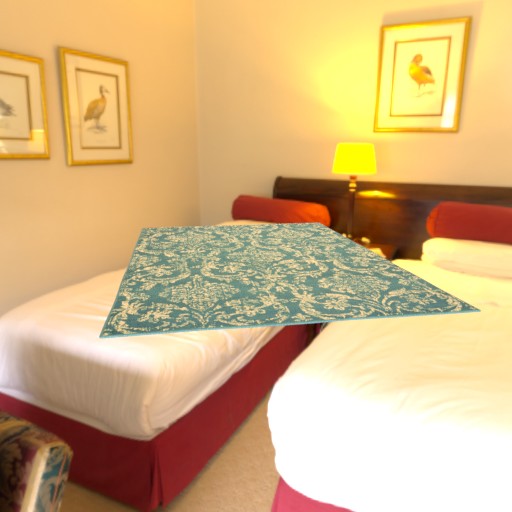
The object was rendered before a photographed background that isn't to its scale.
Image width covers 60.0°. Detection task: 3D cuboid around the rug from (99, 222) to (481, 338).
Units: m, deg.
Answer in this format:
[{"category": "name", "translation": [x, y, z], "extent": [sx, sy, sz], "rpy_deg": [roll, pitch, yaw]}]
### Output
[{"category": "rug", "translation": [0.000, 0.000, 2.801], "extent": [1.554, 0.012, 2.205], "rpy_deg": [-2, 14, -10]}]
